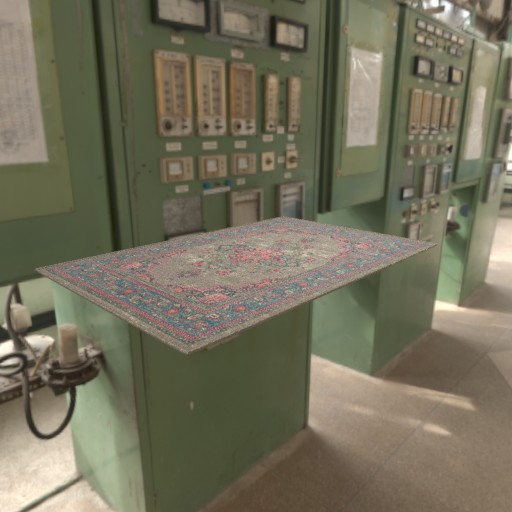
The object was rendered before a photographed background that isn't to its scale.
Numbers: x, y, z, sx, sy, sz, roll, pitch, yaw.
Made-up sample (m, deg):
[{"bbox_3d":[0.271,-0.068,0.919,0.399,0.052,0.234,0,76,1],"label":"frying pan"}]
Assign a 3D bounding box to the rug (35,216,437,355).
[{"bbox_3d":[0.000,0.000,2.255,1.144,0.014,1.748,15,22,42],"label":"rug"}]
